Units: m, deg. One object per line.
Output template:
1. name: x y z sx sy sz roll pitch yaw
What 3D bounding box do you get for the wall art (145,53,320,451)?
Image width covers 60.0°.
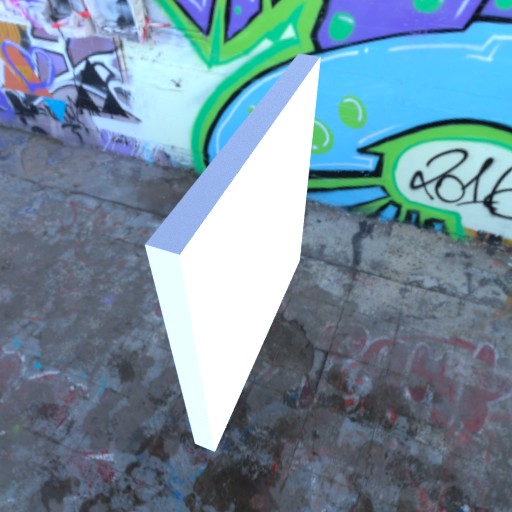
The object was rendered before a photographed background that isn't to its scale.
1. wall art: 0.000 0.000 0.547 0.027 0.355 0.355 16 48 15
